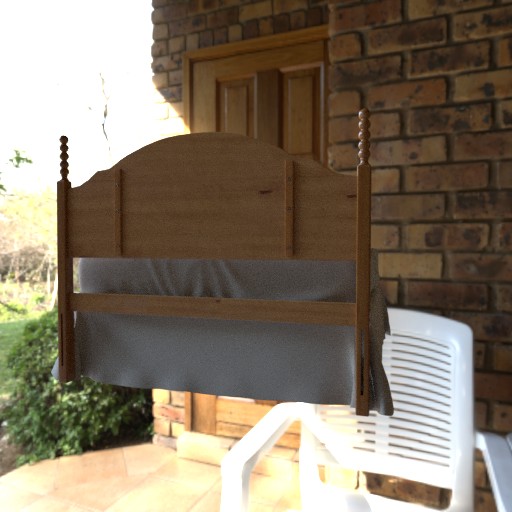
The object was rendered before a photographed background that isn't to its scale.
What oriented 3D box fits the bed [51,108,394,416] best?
[{"bbox_3d":[0.000,0.000,3.140,1.873,1.356,2.040,0,2,17],"label":"bed"}]
